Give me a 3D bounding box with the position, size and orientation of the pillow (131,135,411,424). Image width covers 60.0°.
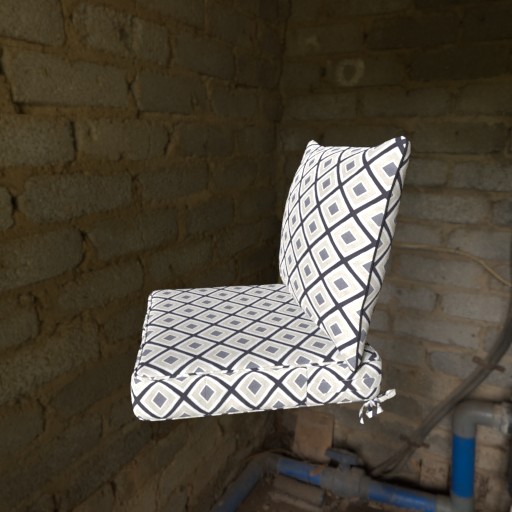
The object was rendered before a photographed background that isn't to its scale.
[{"bbox_3d":[0.000,0.000,1.390,0.733,0.722,0.798,-2,15,-9],"label":"pillow"}]
